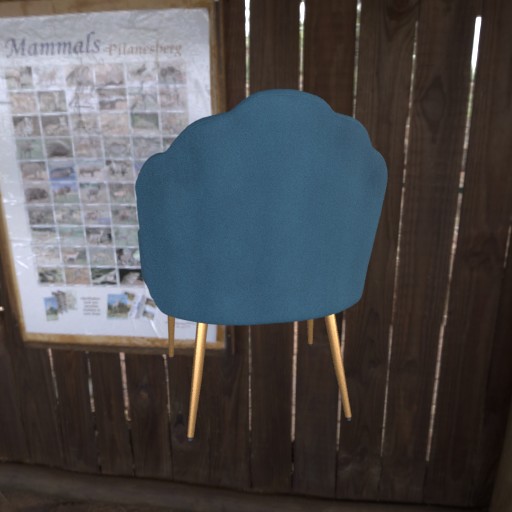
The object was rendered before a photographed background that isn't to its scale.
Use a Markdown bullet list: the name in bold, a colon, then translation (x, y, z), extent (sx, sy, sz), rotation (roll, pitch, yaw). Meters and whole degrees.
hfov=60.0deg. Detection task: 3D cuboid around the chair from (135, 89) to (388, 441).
- **chair**: translation (0.000, 0.000, 1.242), extent (0.657, 0.819, 0.599), rotation (-3, 15, -11)
